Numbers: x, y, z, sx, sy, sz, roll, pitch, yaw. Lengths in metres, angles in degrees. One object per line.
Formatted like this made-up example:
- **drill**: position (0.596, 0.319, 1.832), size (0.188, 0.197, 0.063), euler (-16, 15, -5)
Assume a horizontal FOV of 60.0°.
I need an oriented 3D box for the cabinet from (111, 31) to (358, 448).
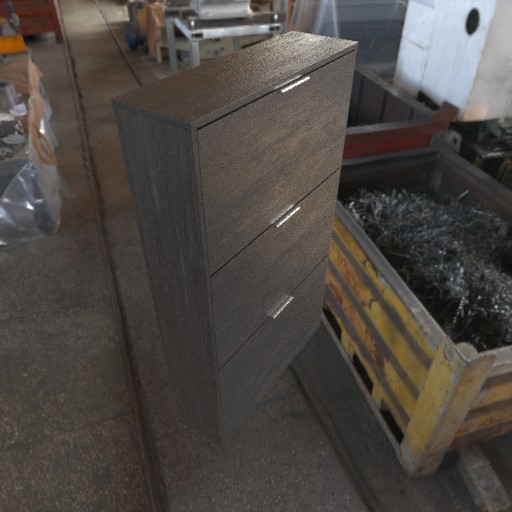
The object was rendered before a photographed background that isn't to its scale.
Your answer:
- **cabinet**: position (0.000, 0.000, 1.560), size (0.250, 1.280, 0.750), euler (24, 45, 27)
